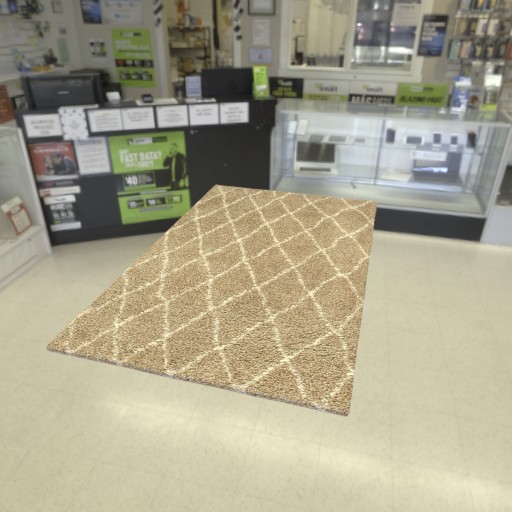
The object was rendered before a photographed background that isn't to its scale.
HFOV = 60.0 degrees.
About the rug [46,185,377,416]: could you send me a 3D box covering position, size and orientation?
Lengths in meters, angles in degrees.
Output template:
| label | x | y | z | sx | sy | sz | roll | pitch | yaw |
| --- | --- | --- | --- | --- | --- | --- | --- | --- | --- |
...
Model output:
| label | x | y | z | sx | sy | sz | roll | pitch | yaw |
| --- | --- | --- | --- | --- | --- | --- | --- | --- | --- |
| rug | 0.000 | 0.000 | 3.081 | 1.524 | 0.030 | 2.438 | 8 | 30 | 14 |
